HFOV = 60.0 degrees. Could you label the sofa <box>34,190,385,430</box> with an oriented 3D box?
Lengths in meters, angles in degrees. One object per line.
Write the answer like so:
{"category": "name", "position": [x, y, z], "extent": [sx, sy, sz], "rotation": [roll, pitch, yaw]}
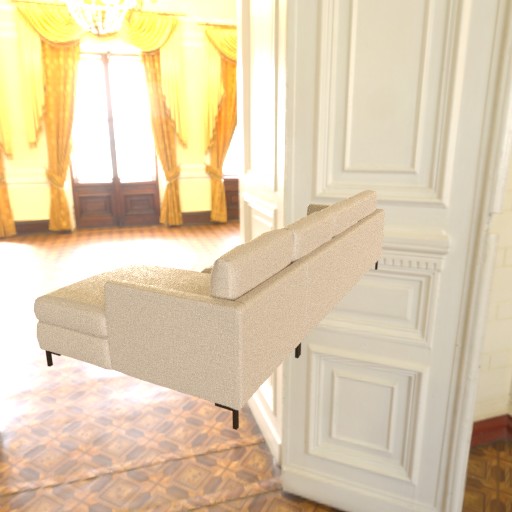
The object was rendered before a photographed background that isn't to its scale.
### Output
{"category": "sofa", "position": [0.000, 0.000, 3.197], "extent": [1.258, 0.755, 2.731], "rotation": [8, 17, 27]}
